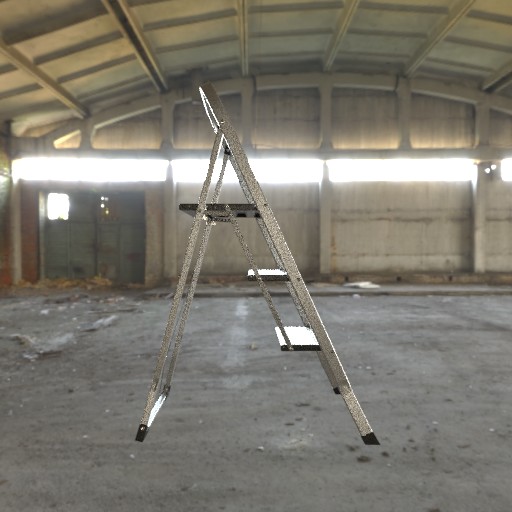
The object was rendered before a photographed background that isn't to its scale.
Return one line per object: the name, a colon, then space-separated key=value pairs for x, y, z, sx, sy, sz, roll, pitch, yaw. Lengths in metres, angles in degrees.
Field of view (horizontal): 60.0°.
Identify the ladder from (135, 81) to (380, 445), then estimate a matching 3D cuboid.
ladder: x=0.000 y=0.000 z=1.480 sx=0.704 sy=1.070 sz=0.465 roll=0 pitch=1 yaw=-1
